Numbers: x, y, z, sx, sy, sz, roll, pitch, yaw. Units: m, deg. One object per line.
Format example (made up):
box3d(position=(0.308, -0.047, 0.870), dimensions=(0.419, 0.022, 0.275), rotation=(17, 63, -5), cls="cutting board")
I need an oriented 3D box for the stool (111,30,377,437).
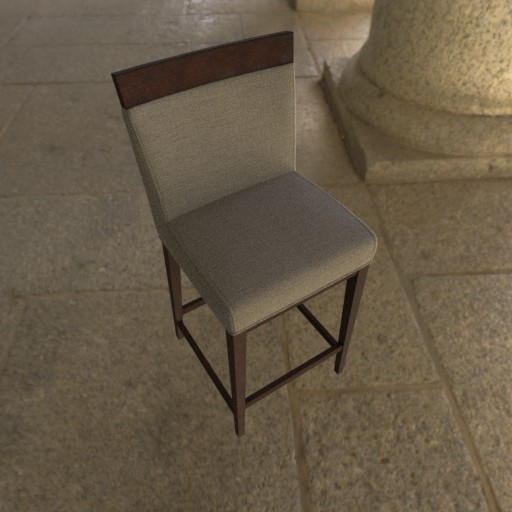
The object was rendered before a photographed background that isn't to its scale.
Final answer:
box3d(position=(0.000, 0.000, 1.393), dimensions=(0.511, 1.117, 0.531), rotation=(-25, 51, -22), cls="stool")
